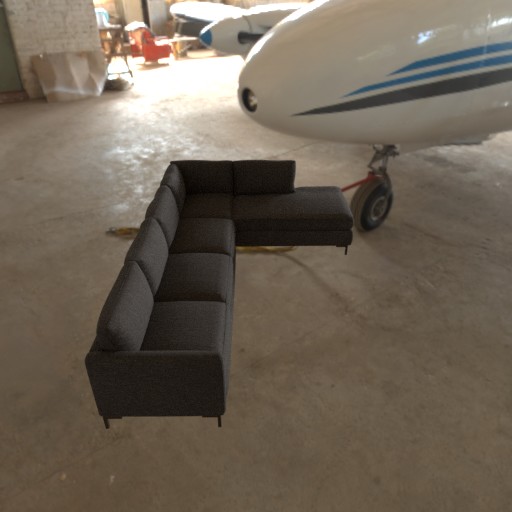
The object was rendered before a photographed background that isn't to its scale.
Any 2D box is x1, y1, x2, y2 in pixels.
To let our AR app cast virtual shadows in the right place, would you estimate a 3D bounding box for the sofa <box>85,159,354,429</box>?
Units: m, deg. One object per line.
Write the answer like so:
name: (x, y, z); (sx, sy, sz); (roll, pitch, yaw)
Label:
sofa: (0.000, 0.000, 3.863); (2.007, 0.815, 2.949); (0, 32, 0)
